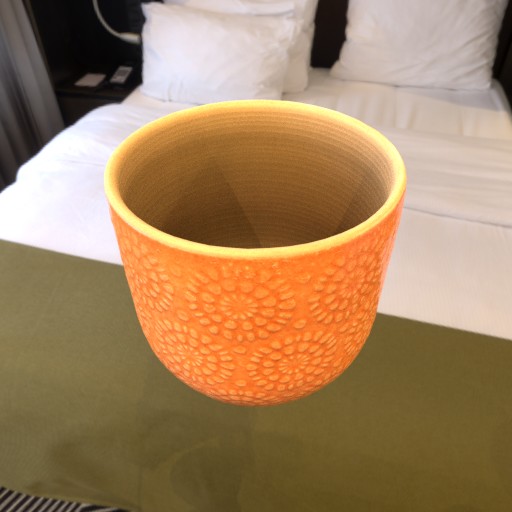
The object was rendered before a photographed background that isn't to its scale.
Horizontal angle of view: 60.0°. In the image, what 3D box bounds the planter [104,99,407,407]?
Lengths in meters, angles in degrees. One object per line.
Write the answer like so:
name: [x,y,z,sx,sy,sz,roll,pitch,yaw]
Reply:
planter: [0.000,0.000,0.291,0.170,0.152,0.170,0,41,0]
